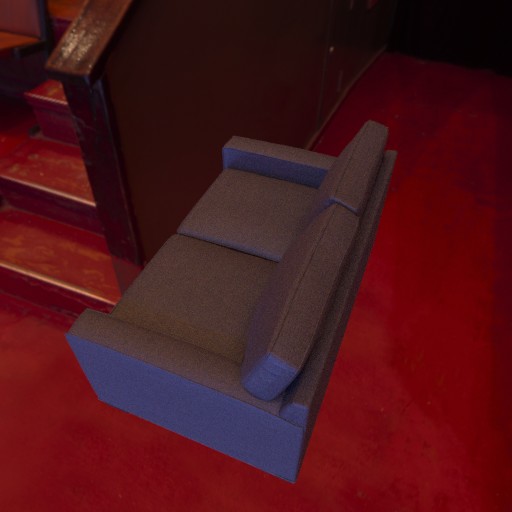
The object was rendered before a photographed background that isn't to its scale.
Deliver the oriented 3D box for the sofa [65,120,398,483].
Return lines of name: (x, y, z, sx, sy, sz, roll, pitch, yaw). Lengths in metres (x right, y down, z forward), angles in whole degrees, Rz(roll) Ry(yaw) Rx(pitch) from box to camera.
sofa: (0.000, 0.000, 2.118, 0.974, 0.887, 1.534, 16, 48, 15)
